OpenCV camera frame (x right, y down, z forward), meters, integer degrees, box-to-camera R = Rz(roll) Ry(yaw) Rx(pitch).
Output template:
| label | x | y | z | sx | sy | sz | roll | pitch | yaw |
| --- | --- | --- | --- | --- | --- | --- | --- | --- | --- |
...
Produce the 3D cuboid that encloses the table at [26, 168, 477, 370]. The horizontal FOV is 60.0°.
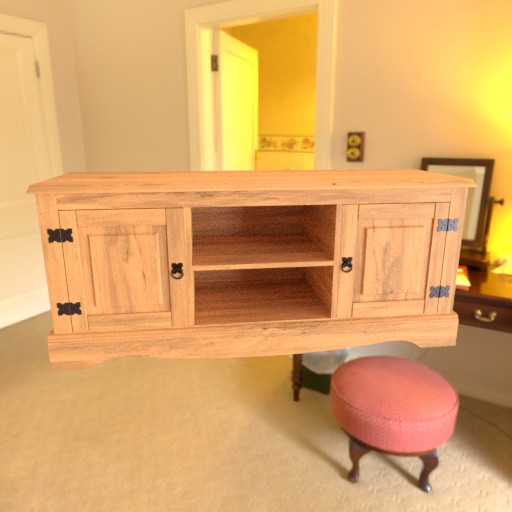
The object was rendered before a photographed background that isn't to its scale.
| label | x | y | z | sx | sy | sz | roll | pitch | yaw |
| --- | --- | --- | --- | --- | --- | --- | --- | --- | --- |
| table | 0.000 | 0.000 | 1.428 | 1.200 | 0.510 | 0.400 | -2 | 16 | -7 |
